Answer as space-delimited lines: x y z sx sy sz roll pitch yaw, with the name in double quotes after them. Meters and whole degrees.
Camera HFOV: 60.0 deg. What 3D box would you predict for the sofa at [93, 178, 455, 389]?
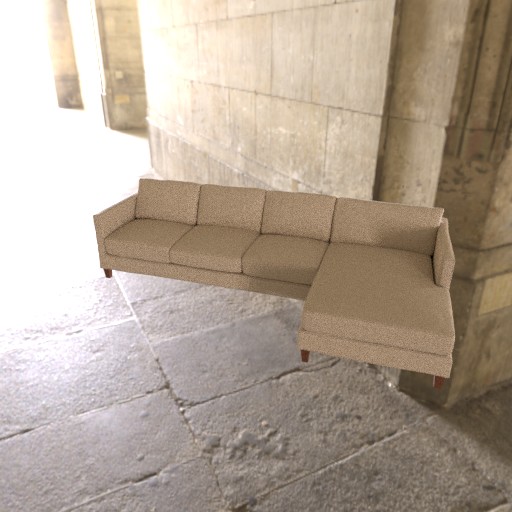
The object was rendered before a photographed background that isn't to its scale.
0.000 0.000 3.913 3.186 0.861 1.625 8 26 16 "sofa"
